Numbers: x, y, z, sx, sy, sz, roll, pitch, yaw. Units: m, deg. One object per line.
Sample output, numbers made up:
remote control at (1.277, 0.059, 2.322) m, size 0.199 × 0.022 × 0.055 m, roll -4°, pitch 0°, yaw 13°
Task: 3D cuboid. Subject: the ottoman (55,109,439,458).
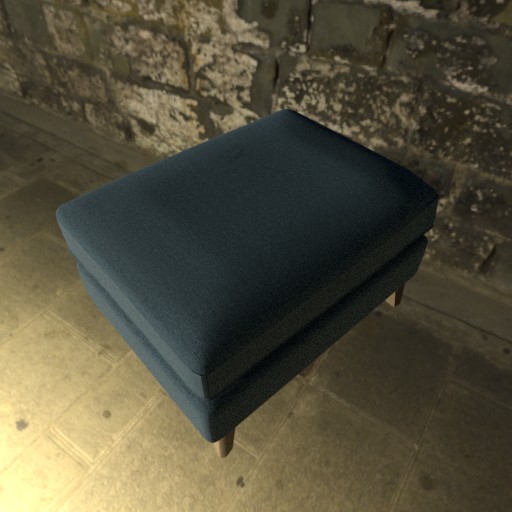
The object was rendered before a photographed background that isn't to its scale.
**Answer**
ottoman at (0.000, 0.000, 1.281) m, size 0.835 × 0.503 × 0.629 m, roll -32°, pitch 53°, yaw -28°
